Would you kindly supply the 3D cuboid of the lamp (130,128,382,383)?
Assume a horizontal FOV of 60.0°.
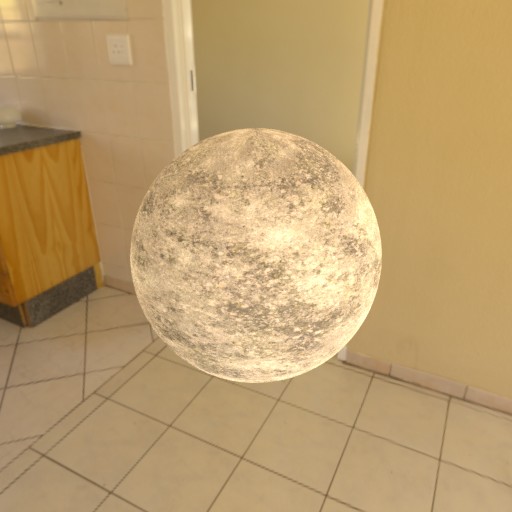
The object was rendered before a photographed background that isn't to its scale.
[{"bbox_3d":[0.000,0.000,0.773,0.422,0.429,0.422,0,26,0],"label":"lamp"}]
